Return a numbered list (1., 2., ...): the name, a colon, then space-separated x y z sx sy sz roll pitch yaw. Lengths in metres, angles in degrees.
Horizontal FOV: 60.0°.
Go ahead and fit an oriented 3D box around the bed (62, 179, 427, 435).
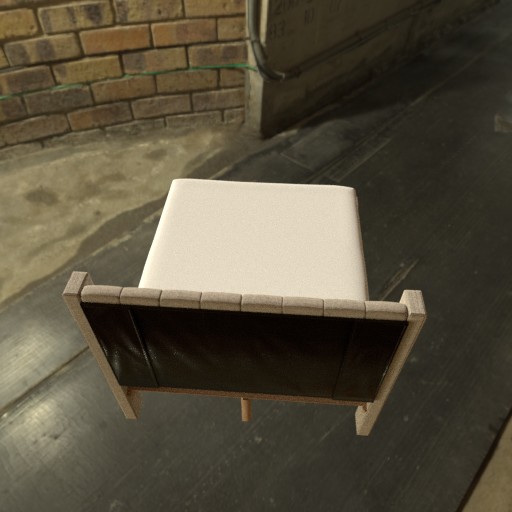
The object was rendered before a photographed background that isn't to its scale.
1. bed: 0.000 0.000 3.880 2.044 1.748 2.372 3 47 3
